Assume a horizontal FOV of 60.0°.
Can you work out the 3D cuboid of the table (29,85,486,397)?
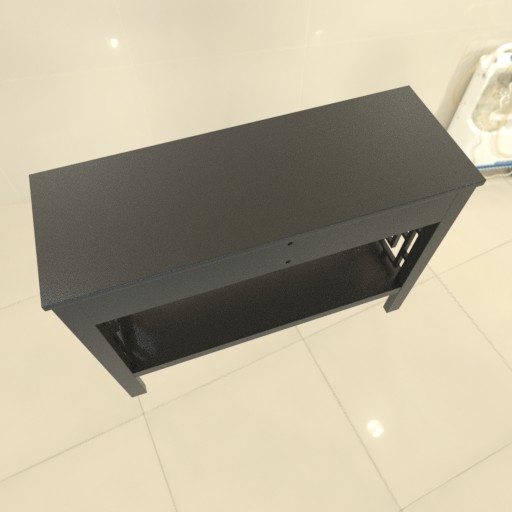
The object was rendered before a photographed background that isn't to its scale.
[{"bbox_3d":[0.000,0.000,1.420,1.068,0.753,0.397,-16,59,-10],"label":"table"}]
